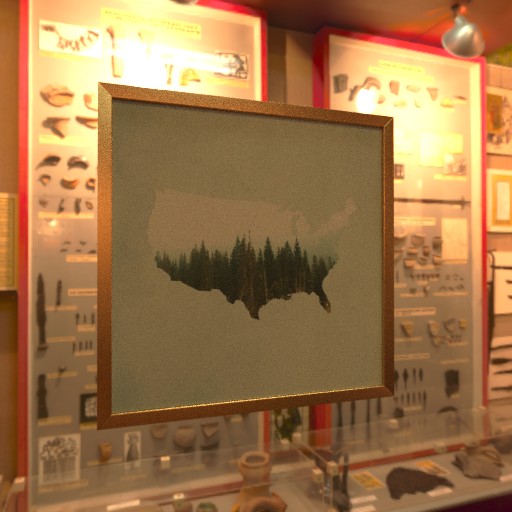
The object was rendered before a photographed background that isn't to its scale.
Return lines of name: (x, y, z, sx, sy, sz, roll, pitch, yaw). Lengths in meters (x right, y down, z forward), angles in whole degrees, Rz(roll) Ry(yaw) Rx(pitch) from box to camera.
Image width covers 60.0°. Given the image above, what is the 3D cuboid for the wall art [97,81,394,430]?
wall art: (0.000, 0.000, 0.453, 0.304, 0.304, 0.038, 0, 0, -18)
